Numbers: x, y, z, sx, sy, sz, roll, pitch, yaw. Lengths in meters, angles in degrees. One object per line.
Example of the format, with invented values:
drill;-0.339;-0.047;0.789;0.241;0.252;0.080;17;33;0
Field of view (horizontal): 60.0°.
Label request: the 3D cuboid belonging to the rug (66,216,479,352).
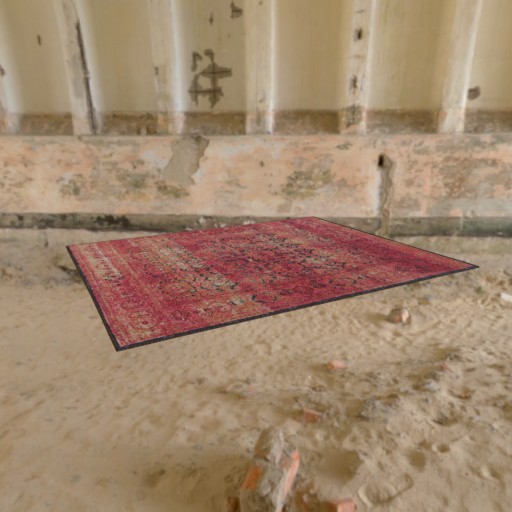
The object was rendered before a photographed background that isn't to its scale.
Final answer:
rug;0.000;0.000;4.096;3.032;0.020;2.411;-9;19;-27
